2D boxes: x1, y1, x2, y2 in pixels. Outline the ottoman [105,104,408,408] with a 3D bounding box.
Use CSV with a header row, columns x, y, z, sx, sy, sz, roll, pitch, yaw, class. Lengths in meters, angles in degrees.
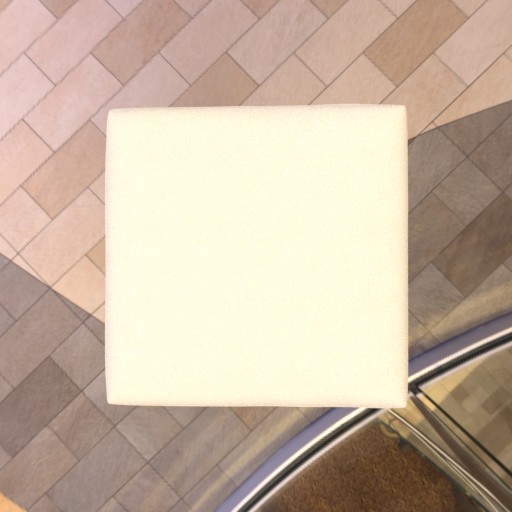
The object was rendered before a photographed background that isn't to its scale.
x,y,z,sx,sy,sz,roll,pitch,yaw,class
0.000,0.000,1.830,1.163,0.482,1.167,0,90,2,ottoman
